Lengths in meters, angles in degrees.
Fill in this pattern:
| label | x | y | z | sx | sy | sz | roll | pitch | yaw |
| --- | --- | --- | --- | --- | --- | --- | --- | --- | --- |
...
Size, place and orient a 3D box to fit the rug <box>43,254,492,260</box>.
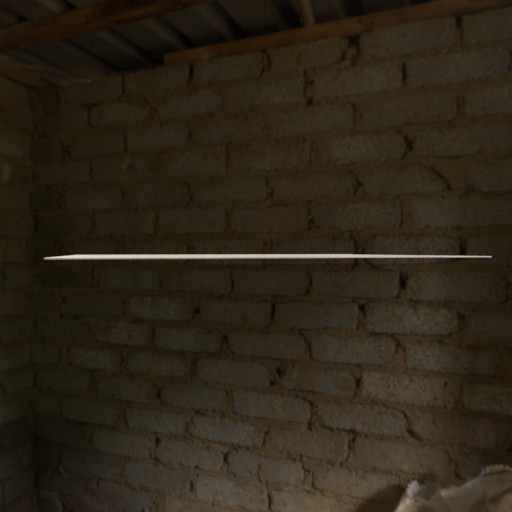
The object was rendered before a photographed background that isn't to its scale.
| label | x | y | z | sx | sy | sz | roll | pitch | yaw |
| --- | --- | --- | --- | --- | --- | --- | --- | --- | --- |
| rug | 0.000 | 0.000 | 2.296 | 1.839 | 0.009 | 1.236 | 0 | 1 | -18 |
